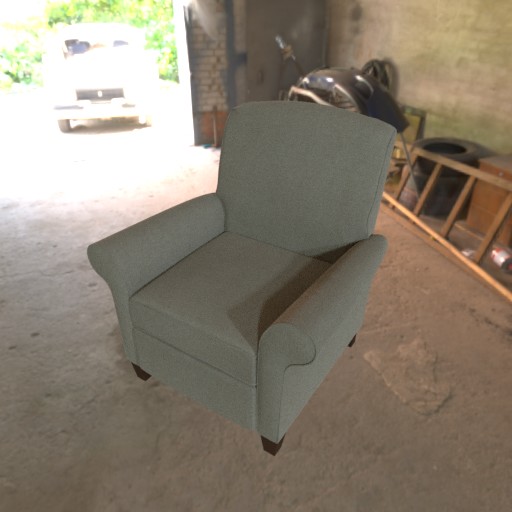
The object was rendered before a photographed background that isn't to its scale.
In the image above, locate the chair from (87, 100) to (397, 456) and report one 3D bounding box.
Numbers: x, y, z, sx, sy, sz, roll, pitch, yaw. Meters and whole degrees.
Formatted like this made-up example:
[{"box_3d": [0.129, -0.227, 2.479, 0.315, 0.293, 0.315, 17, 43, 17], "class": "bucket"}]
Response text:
[{"box_3d": [0.000, 0.000, 1.802, 0.978, 1.061, 0.905, 19, 35, 28], "class": "chair"}]
